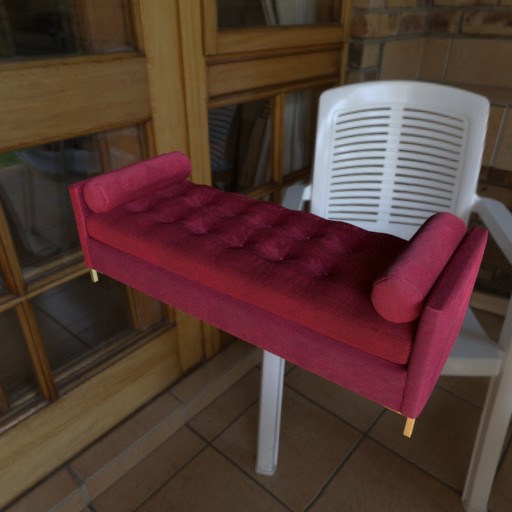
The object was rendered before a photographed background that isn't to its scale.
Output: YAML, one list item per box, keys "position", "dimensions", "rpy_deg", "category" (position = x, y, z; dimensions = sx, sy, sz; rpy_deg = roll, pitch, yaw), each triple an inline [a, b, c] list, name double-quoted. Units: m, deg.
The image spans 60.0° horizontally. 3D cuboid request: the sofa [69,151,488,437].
- position: [0.000, 0.000, 2.420]
  dimensions: [2.102, 0.705, 0.796]
  rpy_deg: [19, 35, 30]
  category: "sofa"
